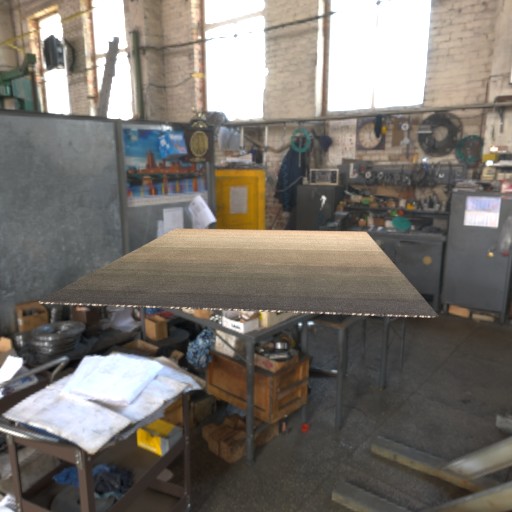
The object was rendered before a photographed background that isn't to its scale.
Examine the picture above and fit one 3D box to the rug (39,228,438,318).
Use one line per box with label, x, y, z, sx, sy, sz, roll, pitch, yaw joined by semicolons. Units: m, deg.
rug;0.000;0.000;3.913;2.306;0.017;2.902;1;12;6
